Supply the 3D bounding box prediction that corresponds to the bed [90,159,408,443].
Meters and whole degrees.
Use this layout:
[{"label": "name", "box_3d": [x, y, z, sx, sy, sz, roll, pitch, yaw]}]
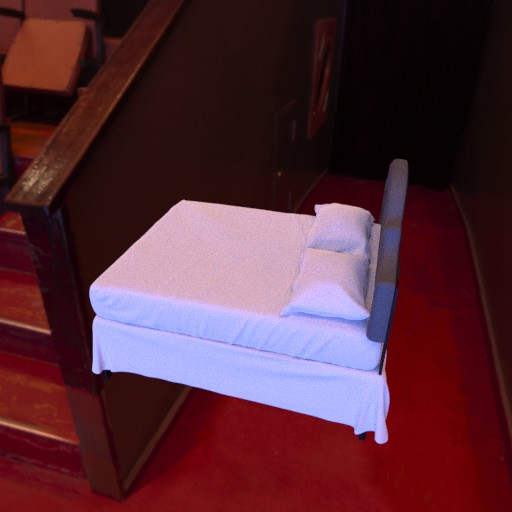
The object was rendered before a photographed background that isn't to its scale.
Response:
[{"label": "bed", "box_3d": [0.000, 0.000, 3.379, 2.222, 1.634, 1.780, 8, 32, 14]}]
